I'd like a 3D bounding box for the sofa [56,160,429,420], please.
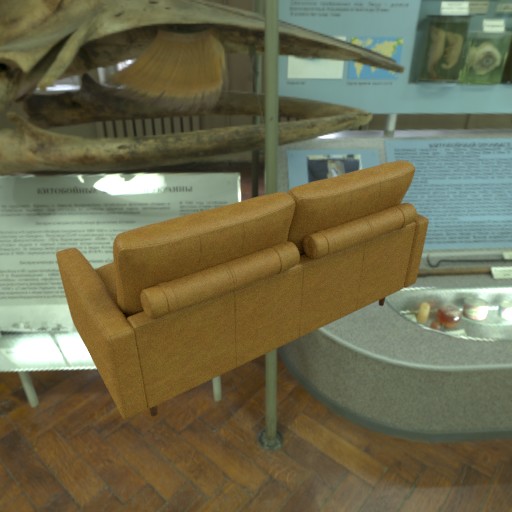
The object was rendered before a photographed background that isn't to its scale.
[{"bbox_3d":[0.000,0.000,2.334,1.821,0.898,0.850,-19,34,-29],"label":"sofa"}]
